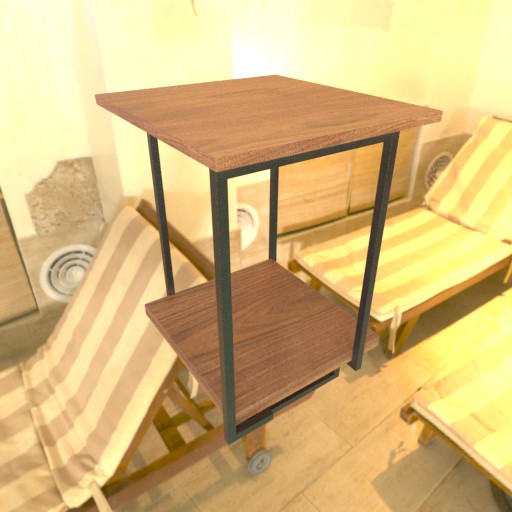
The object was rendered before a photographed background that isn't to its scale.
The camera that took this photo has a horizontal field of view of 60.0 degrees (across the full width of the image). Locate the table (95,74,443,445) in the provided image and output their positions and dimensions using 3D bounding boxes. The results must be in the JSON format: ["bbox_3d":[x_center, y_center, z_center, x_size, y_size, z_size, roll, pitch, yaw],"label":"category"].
[{"bbox_3d":[0.000,0.000,0.845,0.384,0.567,0.411,-19,36,-29],"label":"table"}]
